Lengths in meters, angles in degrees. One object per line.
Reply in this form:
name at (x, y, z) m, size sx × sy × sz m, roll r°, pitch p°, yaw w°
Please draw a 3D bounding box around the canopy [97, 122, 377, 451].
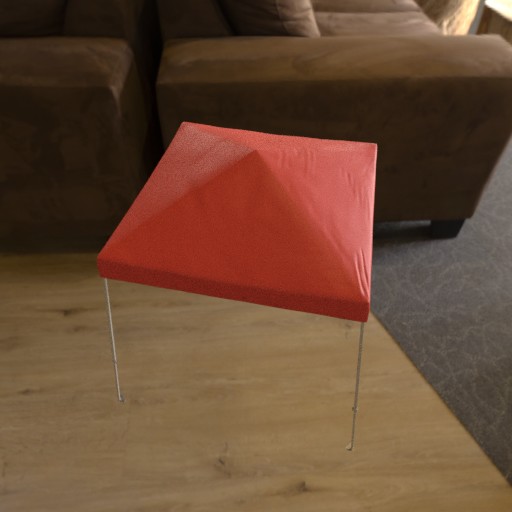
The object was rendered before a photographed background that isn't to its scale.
canopy at (0.000, 0.000, 6.486) m, size 3.599 × 3.600 × 3.600 m, roll 9°, pitch 47°, yaw 8°
